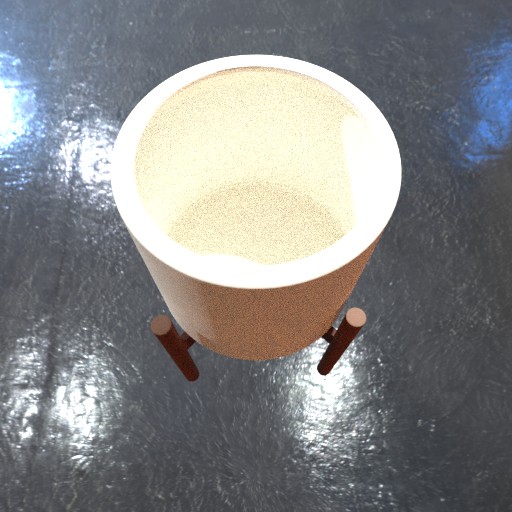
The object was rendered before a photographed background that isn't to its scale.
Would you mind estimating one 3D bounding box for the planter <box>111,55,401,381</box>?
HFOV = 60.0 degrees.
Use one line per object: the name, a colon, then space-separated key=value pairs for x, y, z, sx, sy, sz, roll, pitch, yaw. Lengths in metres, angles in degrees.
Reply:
planter: x=0.000 y=0.000 z=0.501 sx=0.224 sy=0.358 sz=0.224 roll=-2 pitch=64 yaw=-1
